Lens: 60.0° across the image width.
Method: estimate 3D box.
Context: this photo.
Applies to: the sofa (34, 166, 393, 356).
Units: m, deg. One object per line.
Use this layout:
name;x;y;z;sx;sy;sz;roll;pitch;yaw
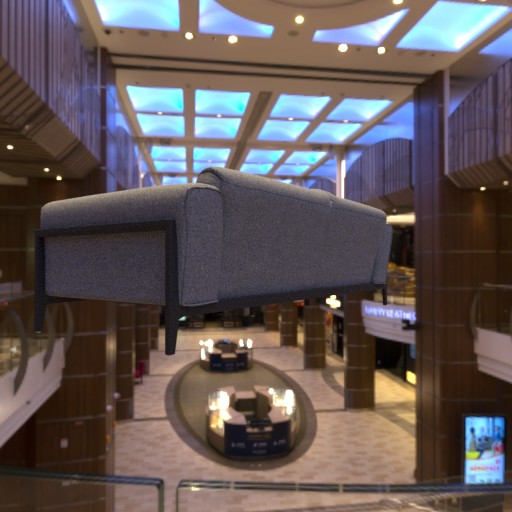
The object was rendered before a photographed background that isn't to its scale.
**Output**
sofa;0.000;0.000;2.581;0.985;0.703;2.125;-1;-1;36
